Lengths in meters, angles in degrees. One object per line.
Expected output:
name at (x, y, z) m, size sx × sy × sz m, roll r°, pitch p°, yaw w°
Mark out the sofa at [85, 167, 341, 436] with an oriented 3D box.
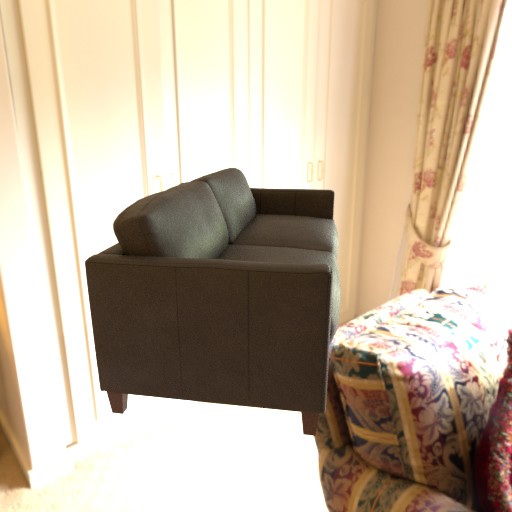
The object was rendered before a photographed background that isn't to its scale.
sofa at (0.000, 0.000, 2.502) m, size 0.933 × 0.863 × 1.971 m, roll 3°, pitch 17°, yaw 9°
